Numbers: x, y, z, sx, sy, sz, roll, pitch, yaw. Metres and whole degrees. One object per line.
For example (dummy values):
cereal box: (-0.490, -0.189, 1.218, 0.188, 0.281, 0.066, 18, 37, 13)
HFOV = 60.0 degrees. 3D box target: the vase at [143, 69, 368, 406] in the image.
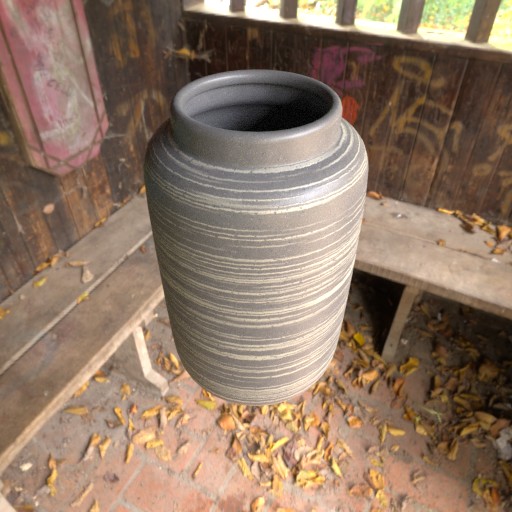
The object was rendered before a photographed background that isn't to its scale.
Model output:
vase: (0.000, 0.000, 0.688, 0.297, 0.499, 0.297, 0, 41, 0)
